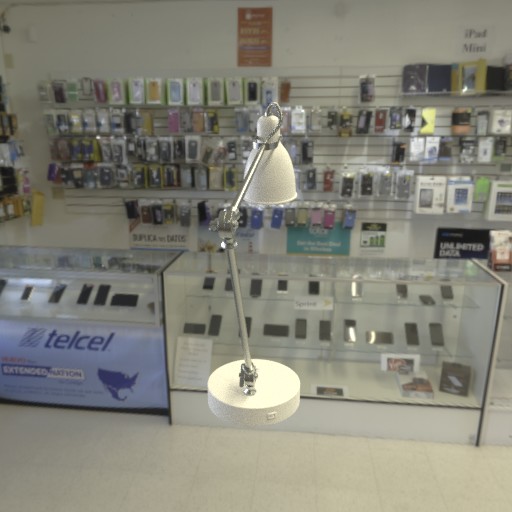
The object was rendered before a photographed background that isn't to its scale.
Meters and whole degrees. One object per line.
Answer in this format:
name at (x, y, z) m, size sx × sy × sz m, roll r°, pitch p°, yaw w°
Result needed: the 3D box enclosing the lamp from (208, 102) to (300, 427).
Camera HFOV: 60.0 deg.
lamp at (0.000, 0.000, 0.859) m, size 0.187 × 0.587 × 0.561 m, roll 2°, pitch 15°, yaw 8°
